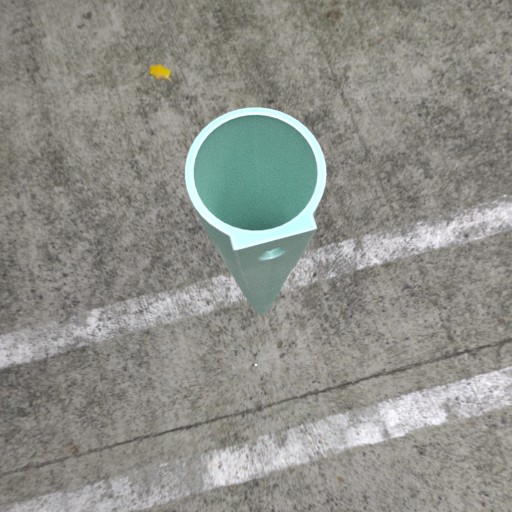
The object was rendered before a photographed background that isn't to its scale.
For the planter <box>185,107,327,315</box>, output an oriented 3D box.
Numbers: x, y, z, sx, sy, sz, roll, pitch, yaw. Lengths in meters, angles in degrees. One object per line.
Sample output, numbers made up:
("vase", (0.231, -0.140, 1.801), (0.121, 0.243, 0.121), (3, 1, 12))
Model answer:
("planter", (0.000, 0.000, 0.298), (0.054, 0.268, 0.055), (-15, 77, -4))
